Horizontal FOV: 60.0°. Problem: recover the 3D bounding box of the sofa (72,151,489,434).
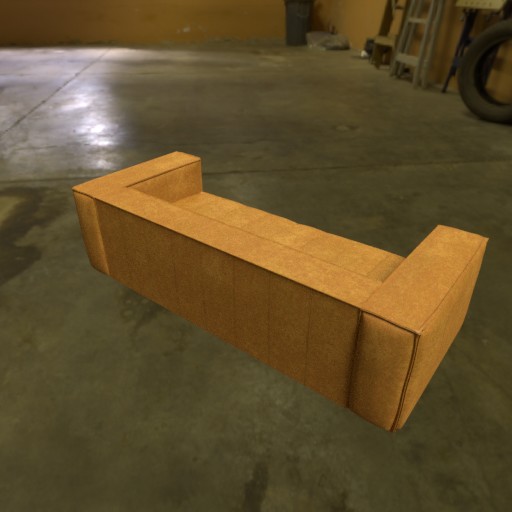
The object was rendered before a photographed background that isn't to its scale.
[{"bbox_3d":[0.000,0.000,2.997,2.581,0.701,1.102,22,37,32],"label":"sofa"}]
